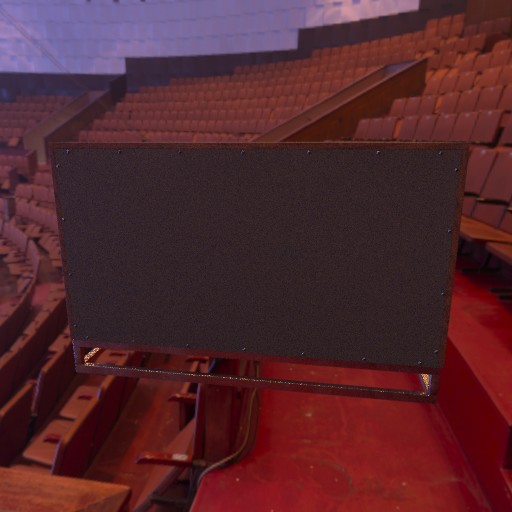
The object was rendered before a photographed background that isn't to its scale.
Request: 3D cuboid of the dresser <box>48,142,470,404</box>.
[{"bbox_3d":[0.000,0.000,2.133,1.646,1.061,0.623,2,15,9],"label":"dresser"}]
